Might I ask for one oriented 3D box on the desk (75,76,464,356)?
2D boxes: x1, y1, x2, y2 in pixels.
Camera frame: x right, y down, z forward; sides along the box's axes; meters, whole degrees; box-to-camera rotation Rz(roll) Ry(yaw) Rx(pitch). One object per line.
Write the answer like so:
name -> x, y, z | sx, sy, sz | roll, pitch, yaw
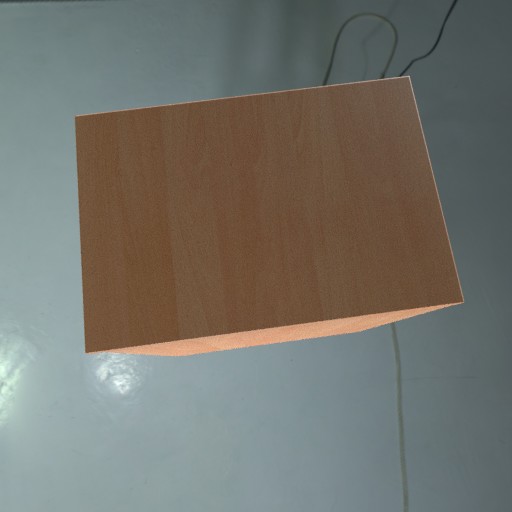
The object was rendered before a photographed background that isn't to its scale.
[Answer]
desk -> 0.000, 0.000, 1.081 | 0.600, 0.730, 0.404 | -7, 77, -2
